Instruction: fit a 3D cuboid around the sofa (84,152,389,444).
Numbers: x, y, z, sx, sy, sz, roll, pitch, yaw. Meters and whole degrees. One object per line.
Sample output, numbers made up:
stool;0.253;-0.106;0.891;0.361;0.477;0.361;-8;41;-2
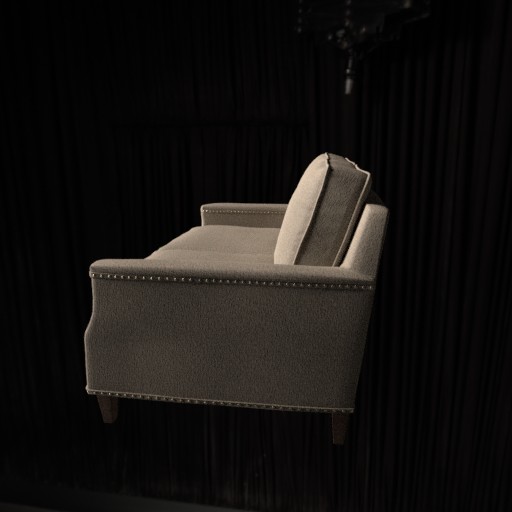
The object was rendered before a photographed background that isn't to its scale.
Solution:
sofa;0.000;0.000;2.254;1.084;1.003;1.597;2;15;8
